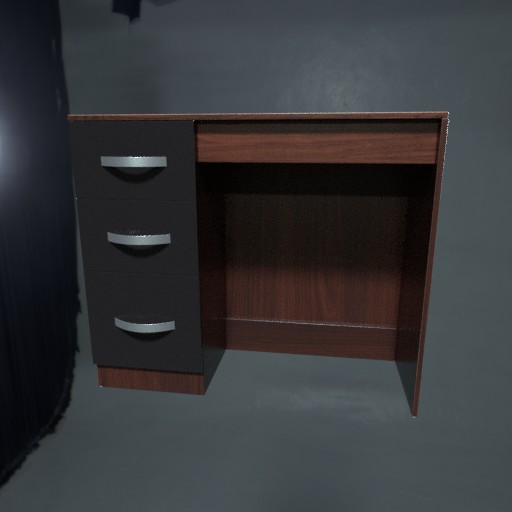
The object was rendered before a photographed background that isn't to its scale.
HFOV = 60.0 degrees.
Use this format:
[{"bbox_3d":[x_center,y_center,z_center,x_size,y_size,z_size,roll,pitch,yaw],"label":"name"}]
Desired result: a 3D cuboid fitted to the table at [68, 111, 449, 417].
[{"bbox_3d":[0.000,0.000,1.315,0.930,0.790,0.380,2,15,8],"label":"table"}]
